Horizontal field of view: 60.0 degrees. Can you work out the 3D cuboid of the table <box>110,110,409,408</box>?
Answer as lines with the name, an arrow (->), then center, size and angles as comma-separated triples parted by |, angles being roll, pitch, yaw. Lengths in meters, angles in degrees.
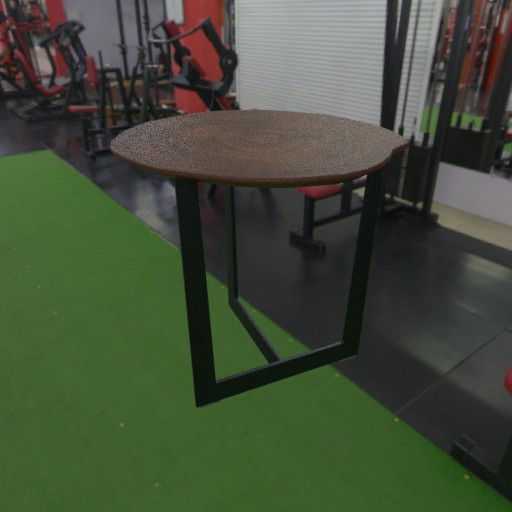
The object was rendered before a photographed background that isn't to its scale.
table -> 0.000, 0.000, 0.883 | 0.477, 0.476, 0.494 | -18, 33, -30
